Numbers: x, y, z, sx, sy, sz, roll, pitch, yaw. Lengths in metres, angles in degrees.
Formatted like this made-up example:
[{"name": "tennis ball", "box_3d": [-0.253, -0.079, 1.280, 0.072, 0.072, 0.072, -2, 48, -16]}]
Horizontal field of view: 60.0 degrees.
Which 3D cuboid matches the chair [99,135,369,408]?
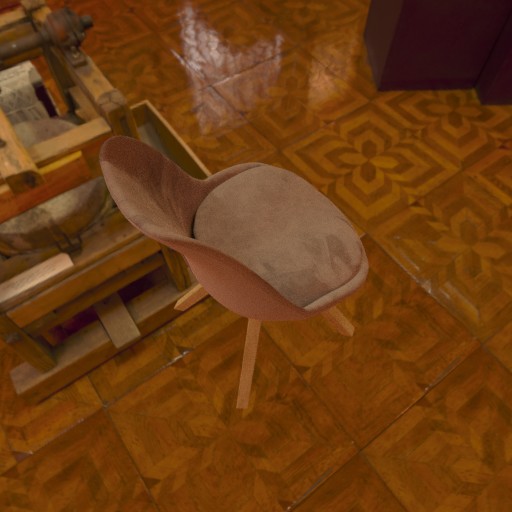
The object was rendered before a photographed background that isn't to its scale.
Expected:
[{"name": "chair", "box_3d": [0.000, 0.000, 1.155, 0.550, 0.850, 0.485, -30, 63, -17]}]
